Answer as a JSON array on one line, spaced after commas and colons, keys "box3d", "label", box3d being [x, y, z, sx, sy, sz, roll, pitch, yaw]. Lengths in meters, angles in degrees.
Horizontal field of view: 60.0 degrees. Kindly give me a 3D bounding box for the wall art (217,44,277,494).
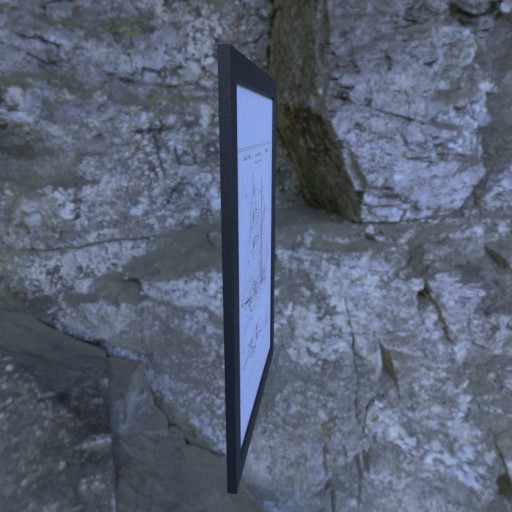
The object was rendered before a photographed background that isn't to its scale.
[{"box3d": [0.000, 0.000, 0.680, 0.013, 0.534, 0.381, 3, 16, 9], "label": "wall art"}]
